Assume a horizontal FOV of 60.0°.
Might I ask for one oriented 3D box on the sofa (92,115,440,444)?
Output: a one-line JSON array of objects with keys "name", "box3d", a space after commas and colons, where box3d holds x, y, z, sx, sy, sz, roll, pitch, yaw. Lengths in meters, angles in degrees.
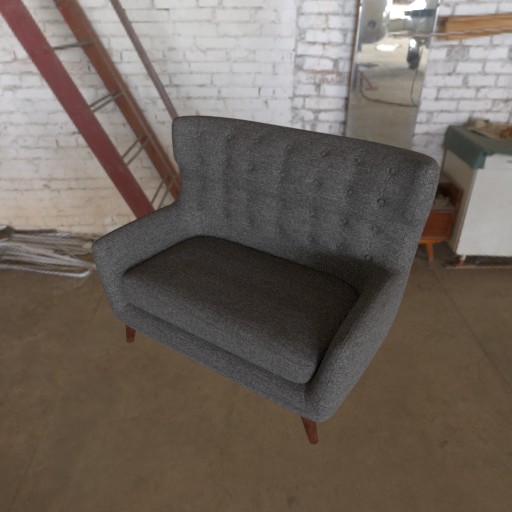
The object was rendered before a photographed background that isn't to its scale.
[{"name": "sofa", "box3d": [0.000, 0.000, 2.085, 1.358, 1.028, 0.874, 19, 36, 29]}]
